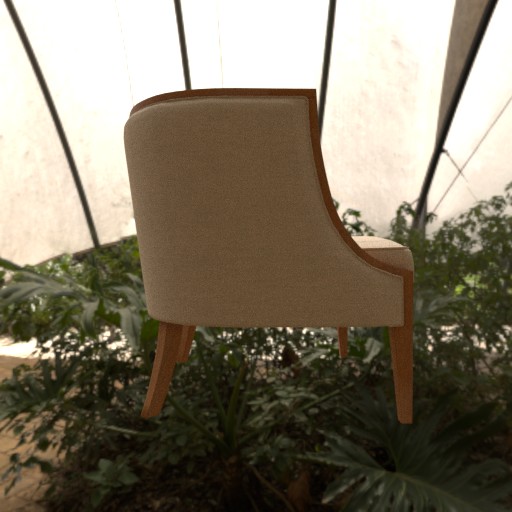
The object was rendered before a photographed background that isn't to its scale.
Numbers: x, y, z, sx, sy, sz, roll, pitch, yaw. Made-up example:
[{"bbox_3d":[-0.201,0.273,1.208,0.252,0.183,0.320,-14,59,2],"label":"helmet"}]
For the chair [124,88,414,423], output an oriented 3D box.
[{"bbox_3d":[0.000,0.000,1.356,0.757,0.775,0.711,0,1,-2],"label":"chair"}]
